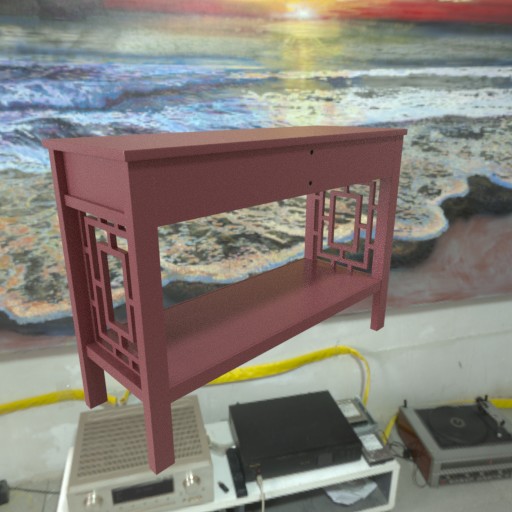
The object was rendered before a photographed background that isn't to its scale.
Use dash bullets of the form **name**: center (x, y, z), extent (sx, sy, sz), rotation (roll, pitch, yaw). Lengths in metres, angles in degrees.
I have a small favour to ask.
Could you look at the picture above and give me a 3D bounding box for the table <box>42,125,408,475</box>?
- **table**: center (0.000, 0.000, 1.407), extent (0.397, 0.753, 1.068), rotation (18, 26, 42)
